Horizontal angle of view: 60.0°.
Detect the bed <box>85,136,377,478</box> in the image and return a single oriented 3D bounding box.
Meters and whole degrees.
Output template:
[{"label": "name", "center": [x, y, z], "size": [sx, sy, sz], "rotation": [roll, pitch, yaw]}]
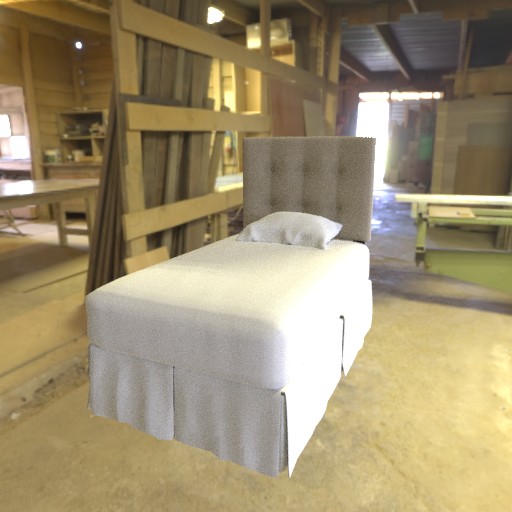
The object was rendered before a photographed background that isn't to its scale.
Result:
[{"label": "bed", "center": [0.000, 0.000, 2.960], "size": [1.261, 1.571, 1.997], "rotation": [7, 15, 25]}]
